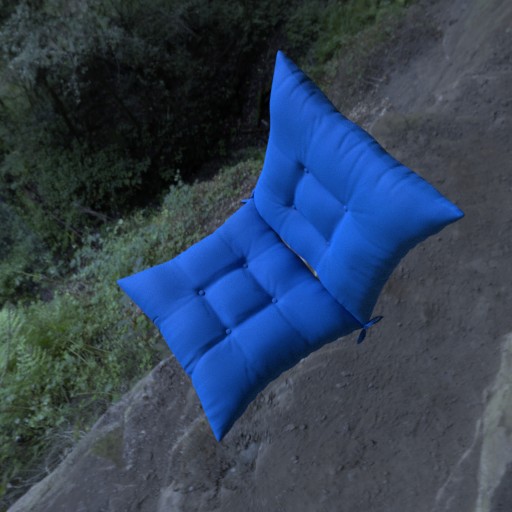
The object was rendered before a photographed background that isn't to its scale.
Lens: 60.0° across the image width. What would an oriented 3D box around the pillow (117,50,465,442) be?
[{"bbox_3d":[0.000,0.000,1.001,0.585,0.536,0.541,-33,68,-15],"label":"pillow"}]
